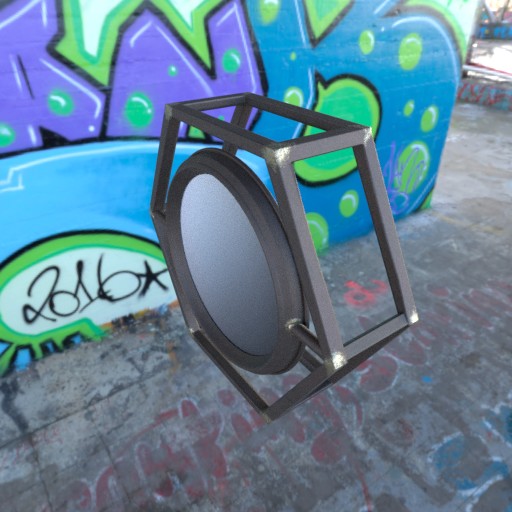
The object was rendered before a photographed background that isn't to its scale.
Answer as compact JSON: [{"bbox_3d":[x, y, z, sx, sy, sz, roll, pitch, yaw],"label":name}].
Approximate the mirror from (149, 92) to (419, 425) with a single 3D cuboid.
[{"bbox_3d":[0.000,0.000,0.534,0.119,0.334,0.380,-20,37,-30],"label":"mirror"}]
